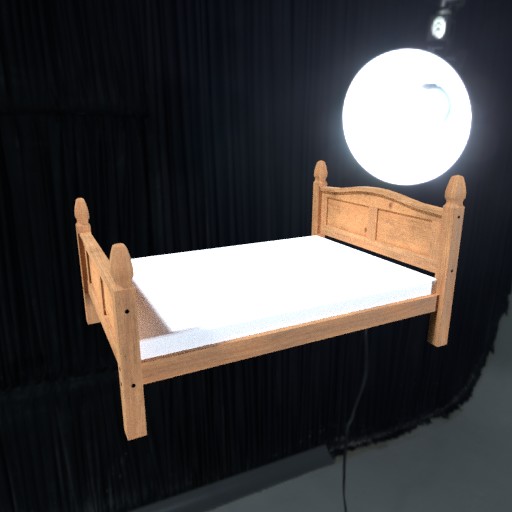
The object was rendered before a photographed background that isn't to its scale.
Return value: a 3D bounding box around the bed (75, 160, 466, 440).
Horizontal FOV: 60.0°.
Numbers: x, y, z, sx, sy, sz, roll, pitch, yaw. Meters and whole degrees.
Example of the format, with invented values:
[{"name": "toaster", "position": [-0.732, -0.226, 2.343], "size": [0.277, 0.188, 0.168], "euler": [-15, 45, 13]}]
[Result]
[{"name": "bed", "position": [0.000, 0.000, 2.952], "size": [2.069, 1.100, 1.490], "euler": [-8, 18, -26]}]
